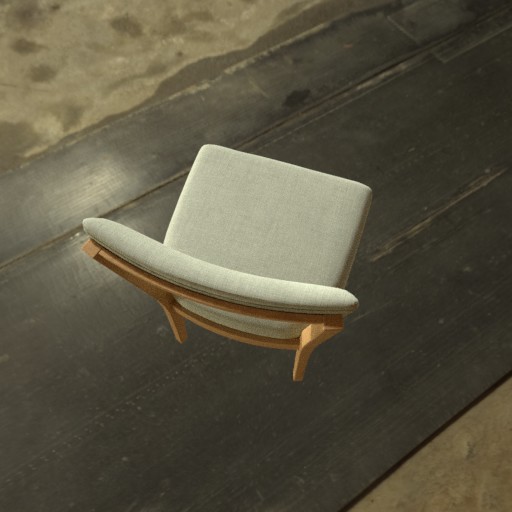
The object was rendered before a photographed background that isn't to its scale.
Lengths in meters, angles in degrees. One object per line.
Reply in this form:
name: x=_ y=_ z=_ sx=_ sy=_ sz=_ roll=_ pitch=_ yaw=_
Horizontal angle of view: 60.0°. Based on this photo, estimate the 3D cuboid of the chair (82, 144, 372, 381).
chair: x=0.000 y=0.000 z=1.179 sx=0.508 sy=0.832 sz=0.572 roll=16 pitch=65 yaw=8
